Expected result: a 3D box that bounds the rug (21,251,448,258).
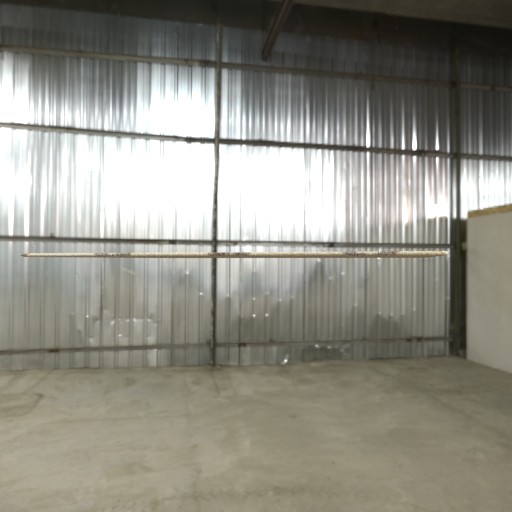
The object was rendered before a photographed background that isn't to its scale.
[{"bbox_3d":[0.000,0.000,4.027,3.000,0.026,2.399,0,-1,18],"label":"rug"}]
